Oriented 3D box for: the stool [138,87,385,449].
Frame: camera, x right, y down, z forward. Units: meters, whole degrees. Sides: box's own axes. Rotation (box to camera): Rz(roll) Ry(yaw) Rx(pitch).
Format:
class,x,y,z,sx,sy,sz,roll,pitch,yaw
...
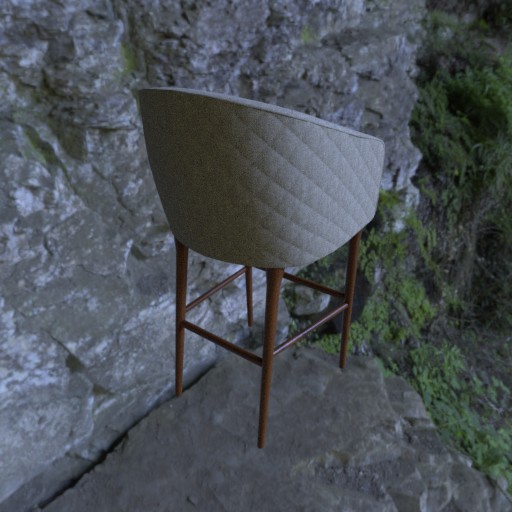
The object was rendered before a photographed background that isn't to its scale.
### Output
class,x,y,z,sx,sy,sz,roll,pitch,yaw
stool,0.000,0.000,1.434,0.559,1.078,0.607,19,34,32
